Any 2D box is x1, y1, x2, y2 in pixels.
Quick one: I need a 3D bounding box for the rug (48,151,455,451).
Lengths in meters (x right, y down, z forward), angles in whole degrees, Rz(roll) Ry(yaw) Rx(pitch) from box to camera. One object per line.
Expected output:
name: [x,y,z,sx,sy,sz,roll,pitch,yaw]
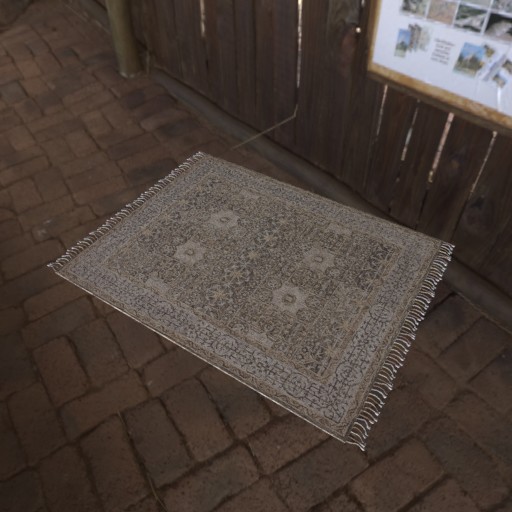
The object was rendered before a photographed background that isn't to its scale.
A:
rug: [0.000,0.000,4.396,3.291,0.017,2.431,24,50,22]
